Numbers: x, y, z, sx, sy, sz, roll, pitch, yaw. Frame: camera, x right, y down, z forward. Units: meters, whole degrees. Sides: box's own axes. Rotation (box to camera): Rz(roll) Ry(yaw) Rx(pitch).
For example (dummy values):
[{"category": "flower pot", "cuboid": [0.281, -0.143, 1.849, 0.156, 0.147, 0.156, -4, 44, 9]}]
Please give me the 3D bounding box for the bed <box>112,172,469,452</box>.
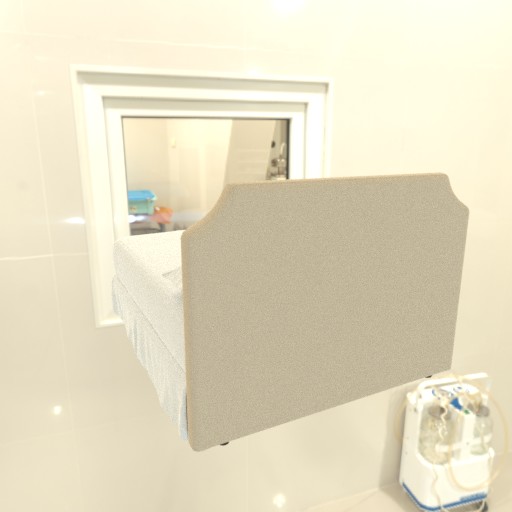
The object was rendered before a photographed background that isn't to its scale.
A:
[{"category": "bed", "cuboid": [0.000, 0.000, 3.826, 2.134, 1.524, 2.548, -7, 16, -26]}]
